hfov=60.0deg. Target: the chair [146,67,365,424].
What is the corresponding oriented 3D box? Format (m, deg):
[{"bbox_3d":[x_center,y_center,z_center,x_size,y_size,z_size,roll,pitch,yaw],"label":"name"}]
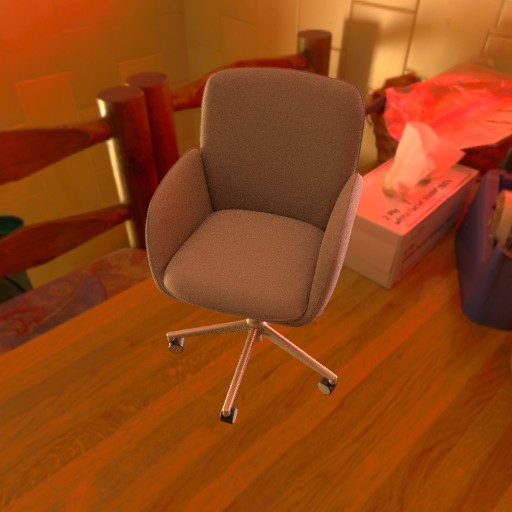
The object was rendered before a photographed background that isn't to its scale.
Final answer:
[{"bbox_3d":[0.000,0.000,1.404,0.648,0.959,0.654,12,42,13],"label":"chair"}]
